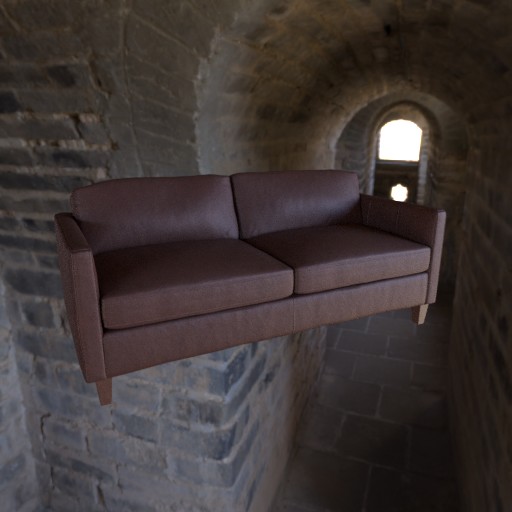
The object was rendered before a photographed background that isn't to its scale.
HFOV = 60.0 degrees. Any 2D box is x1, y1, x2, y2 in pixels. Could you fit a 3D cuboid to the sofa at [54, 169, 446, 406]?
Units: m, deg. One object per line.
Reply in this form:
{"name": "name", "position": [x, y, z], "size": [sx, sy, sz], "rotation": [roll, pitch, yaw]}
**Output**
{"name": "sofa", "position": [0.000, 0.000, 2.458], "size": [1.971, 0.863, 0.923], "rotation": [-8, 18, -26]}
